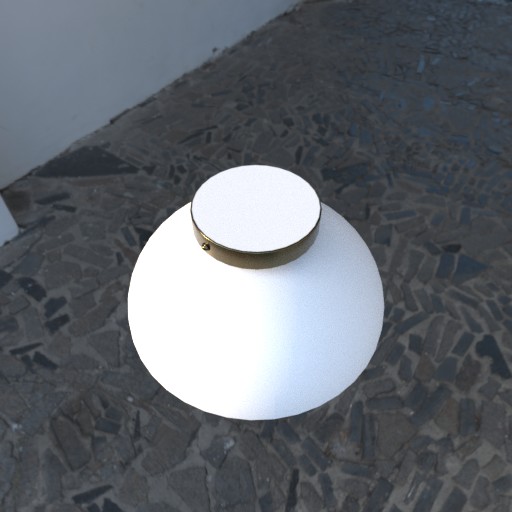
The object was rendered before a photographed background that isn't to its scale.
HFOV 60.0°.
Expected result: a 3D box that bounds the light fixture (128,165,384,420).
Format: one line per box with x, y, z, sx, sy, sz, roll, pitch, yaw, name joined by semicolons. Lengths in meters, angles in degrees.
0.000;0.000;0.568;0.355;0.177;0.355;0;49;0;light fixture
